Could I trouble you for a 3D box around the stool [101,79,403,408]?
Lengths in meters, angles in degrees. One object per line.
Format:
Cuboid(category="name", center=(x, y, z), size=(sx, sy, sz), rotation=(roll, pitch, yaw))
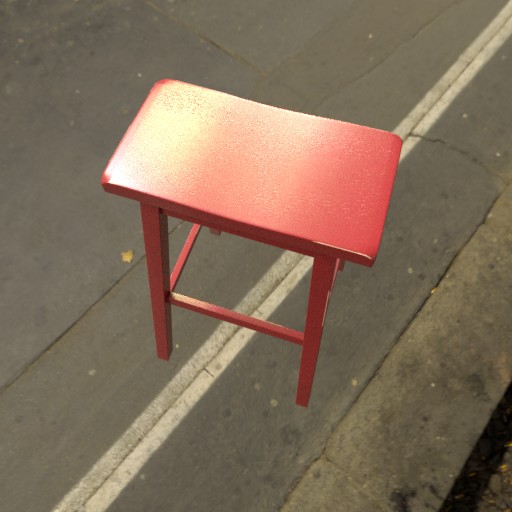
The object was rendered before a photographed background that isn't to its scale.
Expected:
Cuboid(category="stool", center=(0.000, 0.000, 1.050), size=(0.457, 0.737, 0.476), rotation=(16, 65, 8))
